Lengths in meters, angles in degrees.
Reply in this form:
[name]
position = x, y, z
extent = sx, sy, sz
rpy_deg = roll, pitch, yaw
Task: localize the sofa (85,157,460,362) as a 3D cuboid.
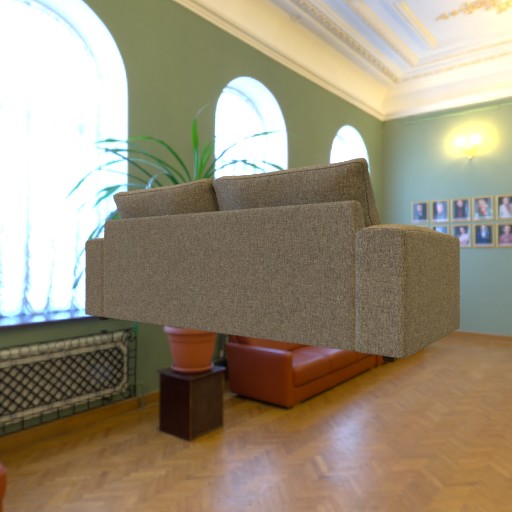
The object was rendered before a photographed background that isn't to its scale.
[sofa]
position = 0.000, 0.000, 2.907
extent = 2.299, 0.922, 1.040
rpy_deg = 0, 0, 37
